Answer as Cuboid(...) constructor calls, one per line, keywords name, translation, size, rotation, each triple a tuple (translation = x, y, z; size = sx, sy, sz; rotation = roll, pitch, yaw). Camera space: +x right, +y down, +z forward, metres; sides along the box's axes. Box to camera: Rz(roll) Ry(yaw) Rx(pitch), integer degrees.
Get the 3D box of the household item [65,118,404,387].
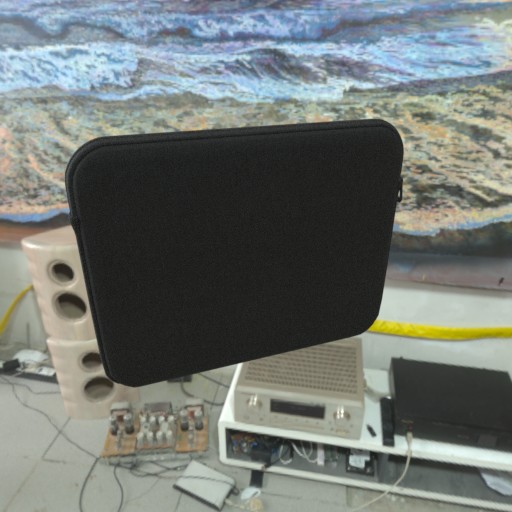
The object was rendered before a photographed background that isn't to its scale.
Cuboid(name="household item", translation=(0.000, 0.000, 0.535), size=(0.396, 0.305, 0.030), rotation=(-9, 28, -18))
